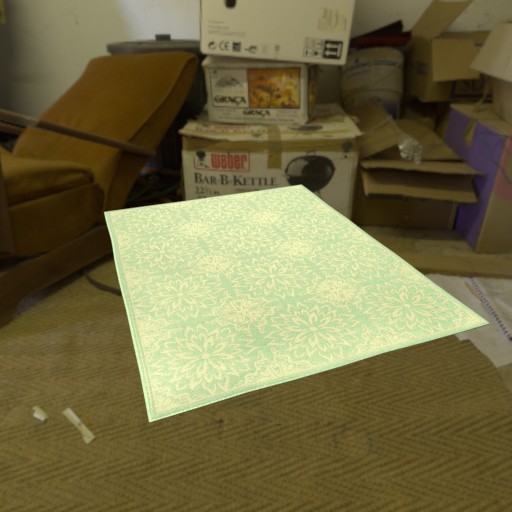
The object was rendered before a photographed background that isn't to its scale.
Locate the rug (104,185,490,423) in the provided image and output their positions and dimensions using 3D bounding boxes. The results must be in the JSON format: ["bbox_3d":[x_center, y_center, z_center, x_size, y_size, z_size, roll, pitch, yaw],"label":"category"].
[{"bbox_3d":[0.000,0.000,3.939,2.363,0.012,2.980,-11,31,-18],"label":"rug"}]
